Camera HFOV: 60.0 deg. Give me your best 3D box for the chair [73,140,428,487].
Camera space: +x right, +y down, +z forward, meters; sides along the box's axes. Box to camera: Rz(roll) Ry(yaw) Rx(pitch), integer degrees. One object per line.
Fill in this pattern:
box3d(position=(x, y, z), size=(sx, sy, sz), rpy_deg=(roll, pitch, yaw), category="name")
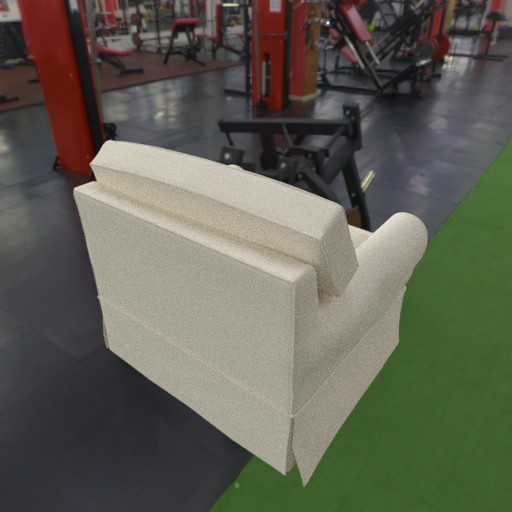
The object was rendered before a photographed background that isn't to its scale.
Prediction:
box3d(position=(0.000, 0.000, 1.789), size=(1.099, 0.958, 0.904), rpy_deg=(22, 38, 32), category="chair")
